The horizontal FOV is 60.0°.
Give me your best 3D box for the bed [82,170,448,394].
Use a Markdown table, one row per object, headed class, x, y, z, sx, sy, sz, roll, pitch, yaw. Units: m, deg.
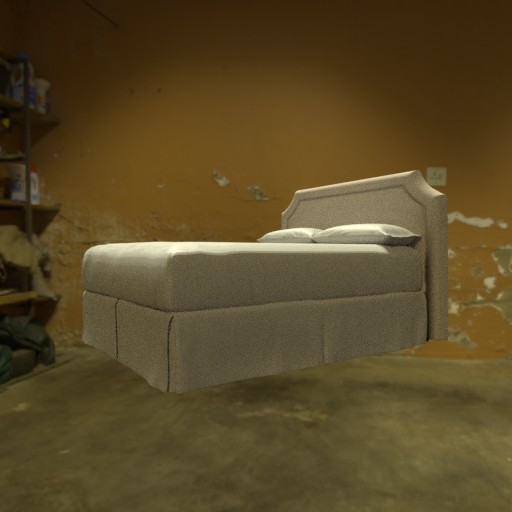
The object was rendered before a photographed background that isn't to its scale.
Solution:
| class | x | y | z | sx | sy | sz | roll | pitch | yaw |
| --- | --- | --- | --- | --- | --- | --- | --- | --- | --- |
| bed | 0.000 | 0.000 | 3.333 | 2.164 | 1.297 | 1.828 | 0 | 1 | -35 |
